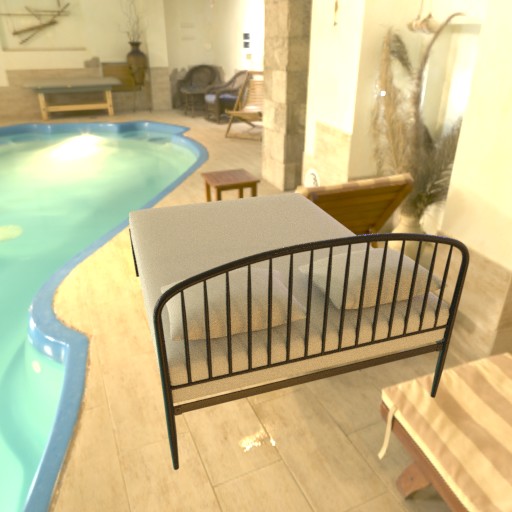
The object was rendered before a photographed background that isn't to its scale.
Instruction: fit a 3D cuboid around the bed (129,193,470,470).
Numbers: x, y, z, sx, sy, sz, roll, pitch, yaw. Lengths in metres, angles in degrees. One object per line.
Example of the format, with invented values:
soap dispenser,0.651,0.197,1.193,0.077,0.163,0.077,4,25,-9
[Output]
bed,0.000,0.000,3.125,1.618,1.166,2.159,-9,28,-17
